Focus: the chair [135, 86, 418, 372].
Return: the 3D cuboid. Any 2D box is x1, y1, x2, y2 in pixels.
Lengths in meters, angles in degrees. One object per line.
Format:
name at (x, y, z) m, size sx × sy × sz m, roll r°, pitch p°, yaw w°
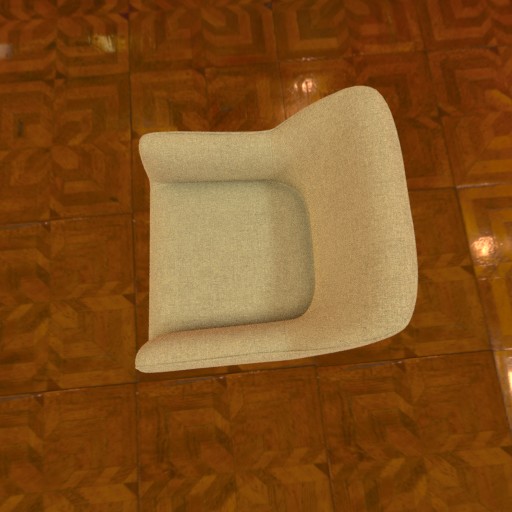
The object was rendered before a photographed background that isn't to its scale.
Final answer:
chair at (0.000, 0.000, 1.246) m, size 0.610 × 0.813 × 0.610 m, roll -3°, pitch 75°, yaw -1°
